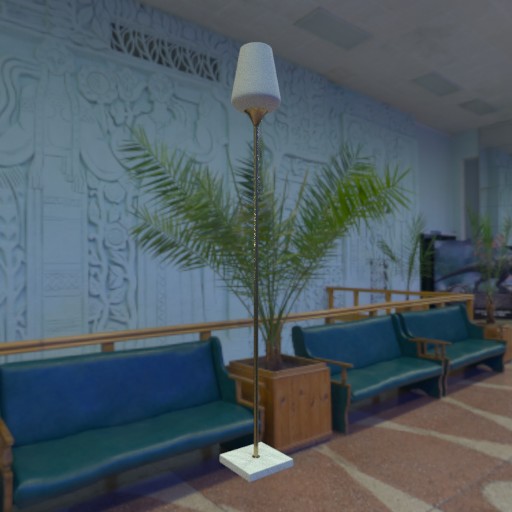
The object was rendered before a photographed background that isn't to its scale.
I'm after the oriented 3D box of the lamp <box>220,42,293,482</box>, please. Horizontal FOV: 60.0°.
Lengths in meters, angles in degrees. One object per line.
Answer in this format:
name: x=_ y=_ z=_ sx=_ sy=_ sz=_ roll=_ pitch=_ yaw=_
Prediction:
lamp: x=0.000 y=0.000 z=1.941 sx=0.232 sy=1.813 sz=0.229 roll=1 pitch=-1 yaw=-37
